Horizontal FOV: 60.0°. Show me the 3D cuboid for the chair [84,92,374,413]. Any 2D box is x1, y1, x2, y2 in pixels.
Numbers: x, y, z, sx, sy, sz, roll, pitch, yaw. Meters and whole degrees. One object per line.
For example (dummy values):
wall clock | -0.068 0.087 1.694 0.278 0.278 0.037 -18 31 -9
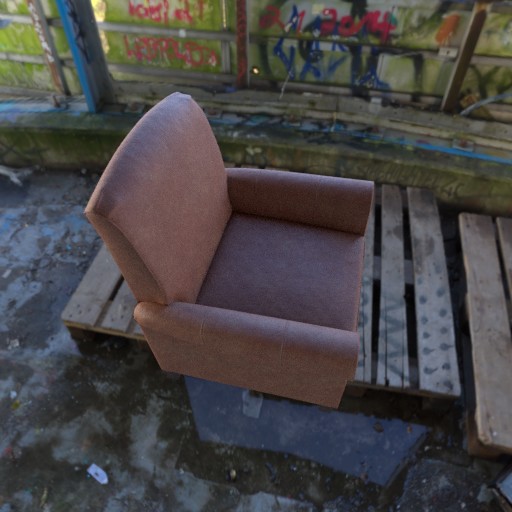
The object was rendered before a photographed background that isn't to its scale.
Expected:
chair | 0.000 0.000 1.821 0.902 1.061 0.978 10 48 9
